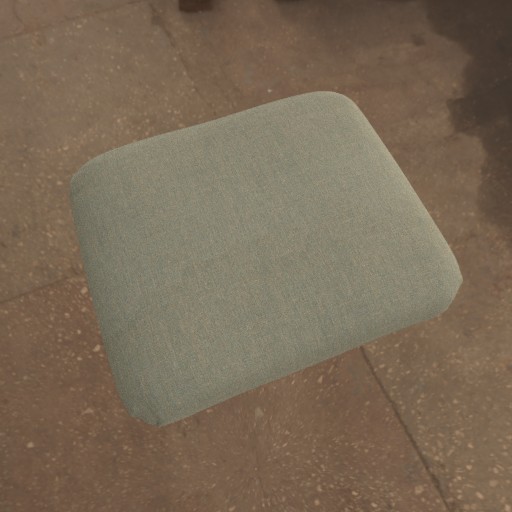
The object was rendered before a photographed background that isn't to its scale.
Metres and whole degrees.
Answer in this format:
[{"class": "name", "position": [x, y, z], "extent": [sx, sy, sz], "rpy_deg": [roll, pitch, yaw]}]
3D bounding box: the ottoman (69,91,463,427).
[{"class": "ottoman", "position": [0.000, 0.000, 1.095], "extent": [0.747, 0.450, 0.622], "rpy_deg": [-20, 66, -9]}]
